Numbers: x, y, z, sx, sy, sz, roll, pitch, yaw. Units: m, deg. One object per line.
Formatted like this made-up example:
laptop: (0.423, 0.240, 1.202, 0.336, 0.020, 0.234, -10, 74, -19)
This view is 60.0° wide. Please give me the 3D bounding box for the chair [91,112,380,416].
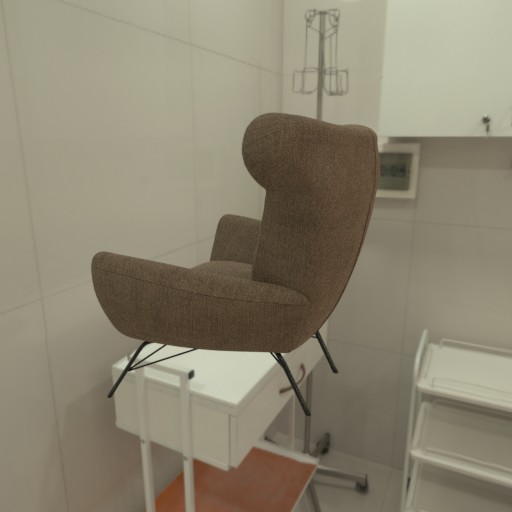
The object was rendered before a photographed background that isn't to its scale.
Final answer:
chair: (0.000, 0.000, 1.770, 0.900, 1.040, 0.980, 7, 16, 25)
